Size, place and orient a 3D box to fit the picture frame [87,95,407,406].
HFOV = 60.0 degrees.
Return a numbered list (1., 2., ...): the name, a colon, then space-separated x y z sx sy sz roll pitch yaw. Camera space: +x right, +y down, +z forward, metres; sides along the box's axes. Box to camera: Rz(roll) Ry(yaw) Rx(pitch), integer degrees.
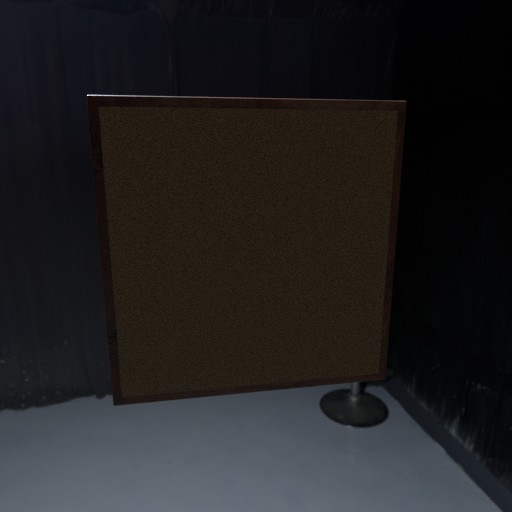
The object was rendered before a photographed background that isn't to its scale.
1. picture frame: 0.000 0.000 1.216 0.810 0.817 0.029 -2 14 -10
